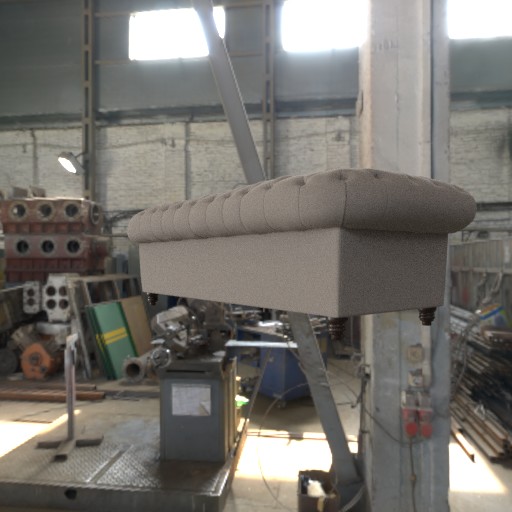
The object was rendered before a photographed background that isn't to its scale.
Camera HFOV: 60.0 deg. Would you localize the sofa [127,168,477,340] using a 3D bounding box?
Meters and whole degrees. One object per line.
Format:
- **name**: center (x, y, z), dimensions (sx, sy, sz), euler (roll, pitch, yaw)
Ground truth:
- **sofa**: center (0.000, 0.000, 2.848), dimensions (0.991, 0.749, 2.411), euler (1, -1, -37)
